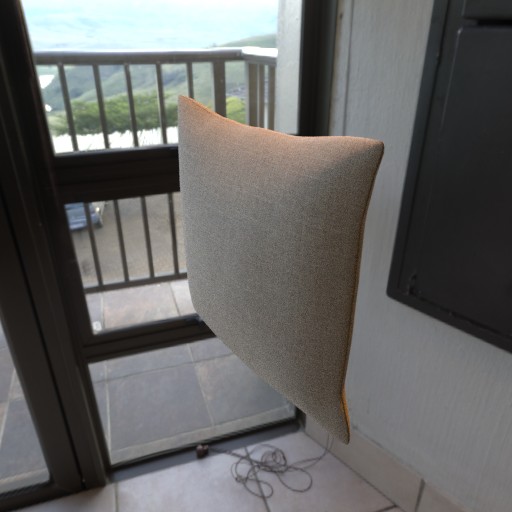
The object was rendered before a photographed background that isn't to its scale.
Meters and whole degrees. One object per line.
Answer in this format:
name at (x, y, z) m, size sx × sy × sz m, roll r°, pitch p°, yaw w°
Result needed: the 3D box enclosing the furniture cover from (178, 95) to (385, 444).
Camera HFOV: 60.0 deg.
furniture cover at (0.000, 0.000, 0.806) m, size 0.178 × 0.506 × 0.512 m, roll -19°, pitch 33°, yaw -32°
